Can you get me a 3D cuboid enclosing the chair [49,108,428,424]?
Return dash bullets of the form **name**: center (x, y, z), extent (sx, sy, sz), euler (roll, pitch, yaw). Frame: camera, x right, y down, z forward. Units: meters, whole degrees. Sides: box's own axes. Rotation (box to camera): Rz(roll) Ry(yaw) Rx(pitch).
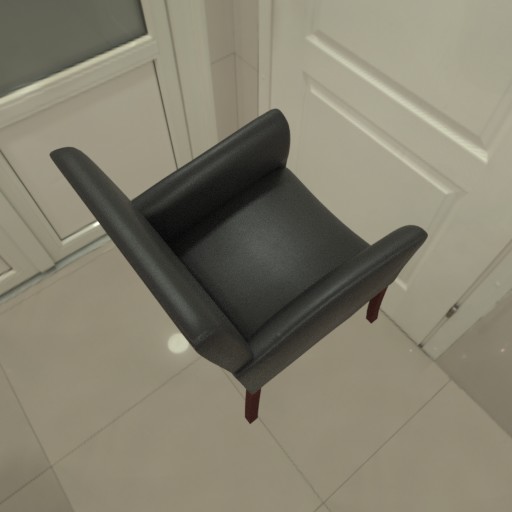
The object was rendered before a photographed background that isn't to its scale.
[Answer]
- **chair**: center (0.000, 0.000, 1.444), extent (0.772, 0.951, 0.683), euler (-34, 64, -19)
